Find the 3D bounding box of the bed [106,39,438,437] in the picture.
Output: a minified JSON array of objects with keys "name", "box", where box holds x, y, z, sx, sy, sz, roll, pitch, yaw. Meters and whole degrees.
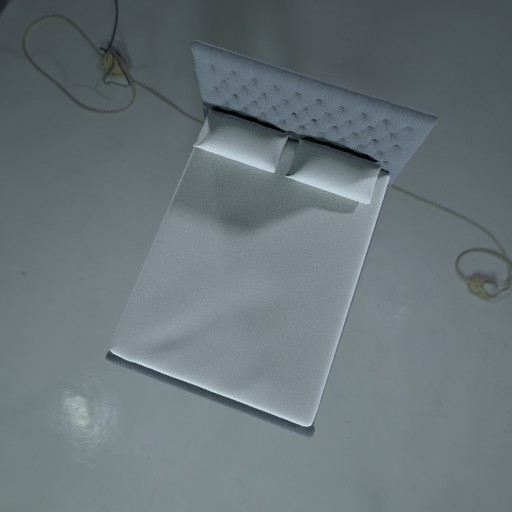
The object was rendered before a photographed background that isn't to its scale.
[{"name":"bed","box":[0.000,0.000,3.322,1.698,1.427,2.231,19,78,4]}]
